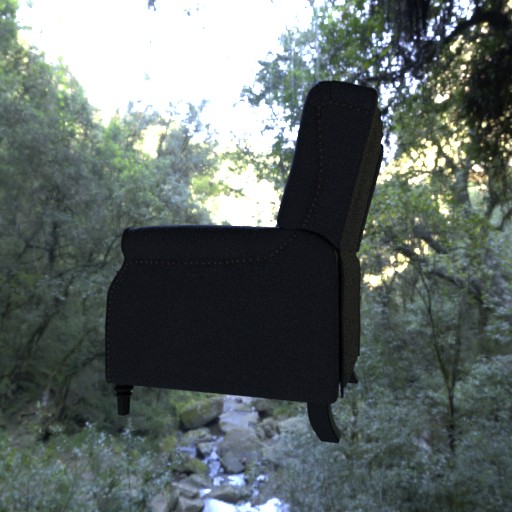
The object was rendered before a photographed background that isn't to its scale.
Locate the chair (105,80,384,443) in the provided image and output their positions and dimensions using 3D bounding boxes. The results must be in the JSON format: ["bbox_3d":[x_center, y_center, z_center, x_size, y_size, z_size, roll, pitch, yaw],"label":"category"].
[{"bbox_3d":[0.000,0.000,1.624,0.898,1.035,0.742,0,-1,18],"label":"chair"}]
